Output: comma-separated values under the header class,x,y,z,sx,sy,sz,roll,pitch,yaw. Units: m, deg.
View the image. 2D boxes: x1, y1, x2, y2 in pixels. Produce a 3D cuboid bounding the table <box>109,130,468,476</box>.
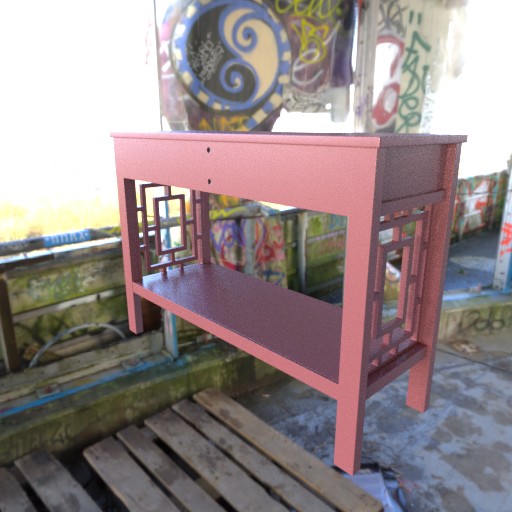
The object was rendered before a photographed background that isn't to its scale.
class,x,y,z,sx,sy,sz,roll,pitch,yaw
table,0.000,0.000,1.402,0.397,0.753,1.068,-15,22,-41
